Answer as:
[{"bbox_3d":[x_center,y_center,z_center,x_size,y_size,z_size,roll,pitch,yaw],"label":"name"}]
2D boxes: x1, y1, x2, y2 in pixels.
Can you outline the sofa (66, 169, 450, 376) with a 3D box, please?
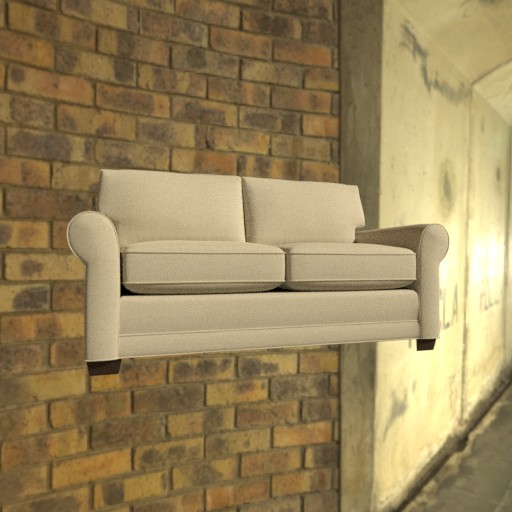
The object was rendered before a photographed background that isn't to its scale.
[{"bbox_3d":[0.000,0.000,2.312,1.774,0.933,0.861,0,-1,-19],"label":"sofa"}]
